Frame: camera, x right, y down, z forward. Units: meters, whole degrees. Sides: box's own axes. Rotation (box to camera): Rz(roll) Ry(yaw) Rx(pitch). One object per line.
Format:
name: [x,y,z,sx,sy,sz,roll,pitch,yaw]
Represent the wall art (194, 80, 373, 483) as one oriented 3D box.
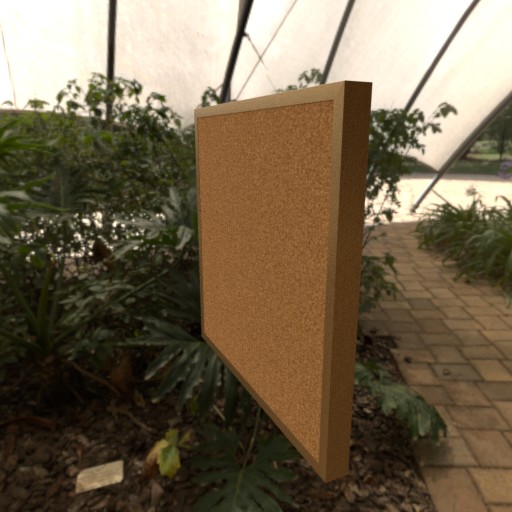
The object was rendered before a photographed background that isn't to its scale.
wall art: [0.000,0.000,0.763,0.037,0.509,0.510,-7,16,-25]
